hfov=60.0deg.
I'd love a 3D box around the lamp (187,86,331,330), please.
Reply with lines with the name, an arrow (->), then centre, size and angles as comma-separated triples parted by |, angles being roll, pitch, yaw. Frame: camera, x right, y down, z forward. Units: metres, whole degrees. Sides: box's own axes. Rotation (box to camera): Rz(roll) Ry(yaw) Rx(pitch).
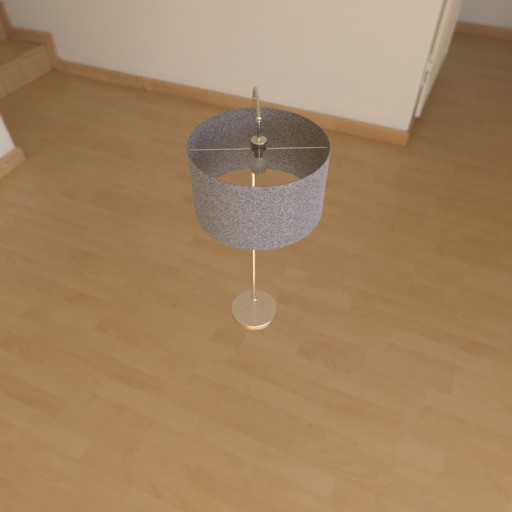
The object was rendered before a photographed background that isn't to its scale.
lamp -> 0.000, 0.000, 2.127 | 0.452, 1.735, 0.934 | -1, 47, -1
